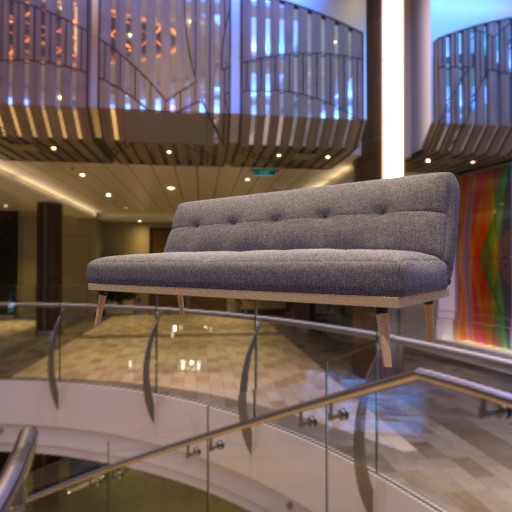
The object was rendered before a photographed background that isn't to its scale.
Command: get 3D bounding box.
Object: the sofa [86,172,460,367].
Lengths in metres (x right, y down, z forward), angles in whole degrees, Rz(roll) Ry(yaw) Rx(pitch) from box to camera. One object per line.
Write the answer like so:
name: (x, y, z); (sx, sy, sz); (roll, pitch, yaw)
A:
sofa: (0.000, 0.000, 2.294); (1.820, 0.770, 0.820); (-1, -1, 37)
